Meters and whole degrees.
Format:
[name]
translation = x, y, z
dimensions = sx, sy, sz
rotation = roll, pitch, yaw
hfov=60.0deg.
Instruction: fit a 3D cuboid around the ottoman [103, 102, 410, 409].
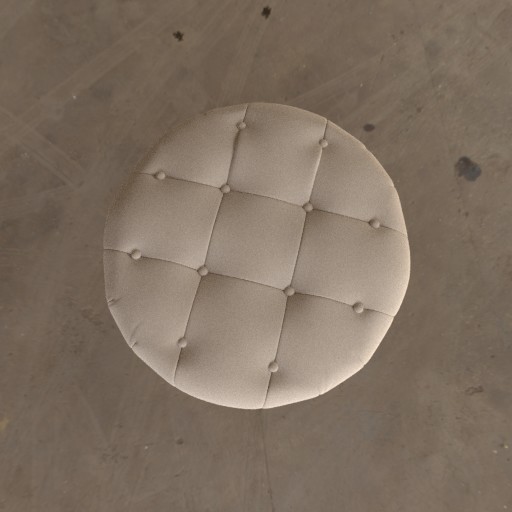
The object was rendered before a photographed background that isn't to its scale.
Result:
[ottoman]
translation = 0.000, 0.000, 1.415
dimensions = 0.901, 0.439, 0.901
rotation = 0, 76, 0
